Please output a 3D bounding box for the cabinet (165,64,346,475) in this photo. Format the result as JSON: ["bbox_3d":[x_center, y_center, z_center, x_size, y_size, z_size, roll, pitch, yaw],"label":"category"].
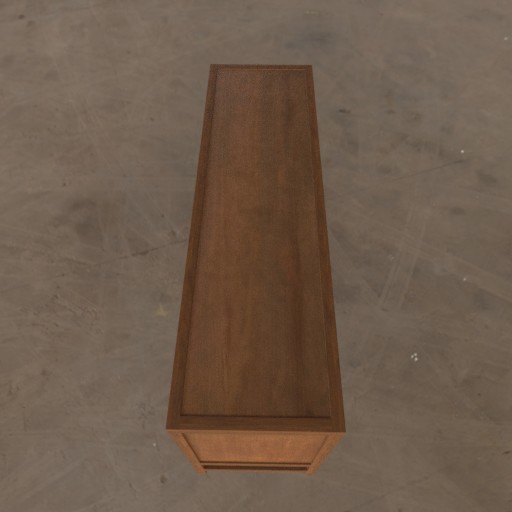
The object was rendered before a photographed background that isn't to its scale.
[{"bbox_3d":[0.000,0.000,2.037,0.522,0.820,1.708,1,56,0],"label":"cabinet"}]
